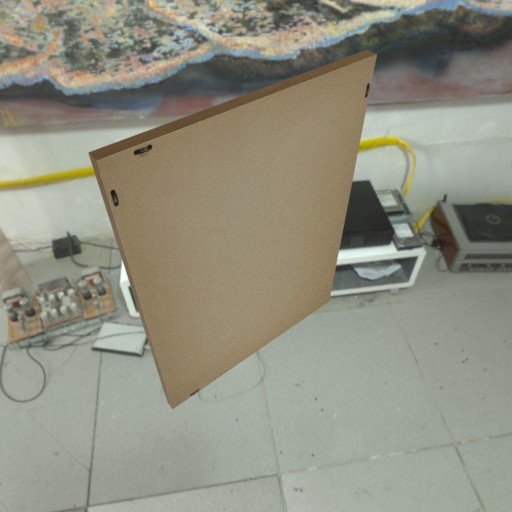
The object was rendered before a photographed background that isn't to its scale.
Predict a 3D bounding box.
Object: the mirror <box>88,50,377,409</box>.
[{"bbox_3d":[0.000,0.000,1.340,0.762,1.016,0.040,-30,53,-25],"label":"mirror"}]
